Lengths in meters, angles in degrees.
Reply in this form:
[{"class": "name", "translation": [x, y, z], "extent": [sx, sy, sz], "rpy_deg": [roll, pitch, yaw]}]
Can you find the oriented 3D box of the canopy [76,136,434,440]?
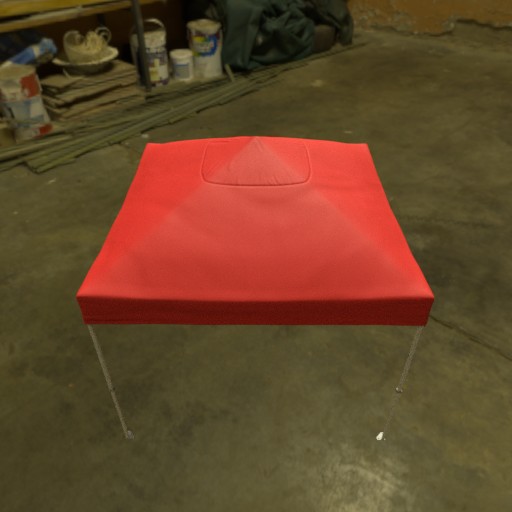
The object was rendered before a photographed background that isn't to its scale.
[{"class": "canopy", "translation": [0.000, 0.000, 5.282], "extent": [2.998, 2.997, 2.996], "rpy_deg": [0, 39, 0]}]
